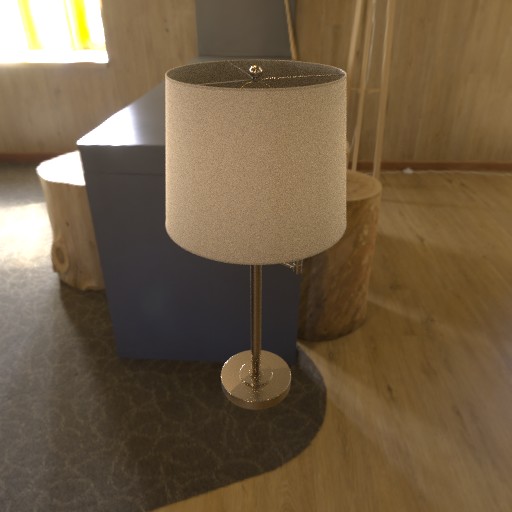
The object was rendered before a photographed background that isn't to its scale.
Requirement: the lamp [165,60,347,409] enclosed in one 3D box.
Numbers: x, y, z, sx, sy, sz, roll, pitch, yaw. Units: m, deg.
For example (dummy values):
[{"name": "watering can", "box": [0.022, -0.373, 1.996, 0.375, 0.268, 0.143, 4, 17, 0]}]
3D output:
[{"name": "lamp", "box": [0.000, 0.000, 0.871, 0.333, 0.696, 0.333, 0, 31, 0]}]
